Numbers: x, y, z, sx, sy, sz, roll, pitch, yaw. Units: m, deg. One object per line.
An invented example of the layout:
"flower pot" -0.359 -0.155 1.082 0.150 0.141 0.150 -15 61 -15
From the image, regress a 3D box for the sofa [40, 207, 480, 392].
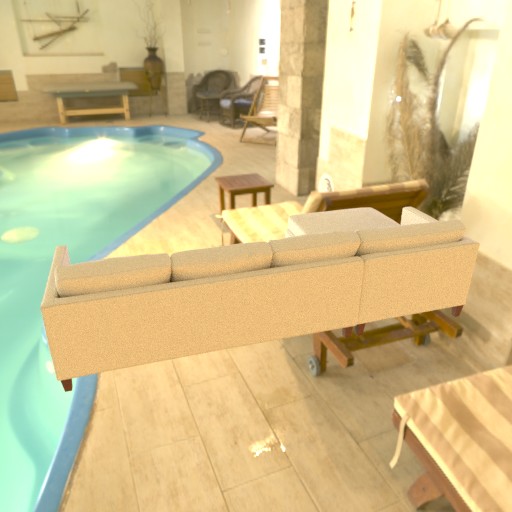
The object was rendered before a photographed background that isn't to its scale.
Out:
"sofa" 0.000 0.000 3.837 3.186 0.846 1.625 -7 27 -15
